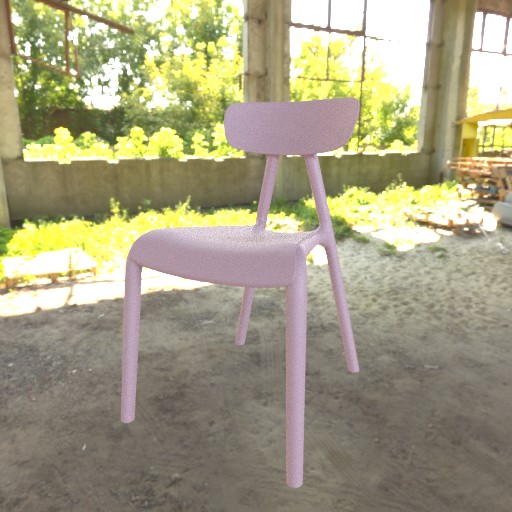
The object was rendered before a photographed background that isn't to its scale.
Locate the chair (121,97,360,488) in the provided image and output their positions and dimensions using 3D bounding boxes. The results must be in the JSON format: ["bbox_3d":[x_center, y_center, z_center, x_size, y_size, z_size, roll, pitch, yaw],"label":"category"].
[{"bbox_3d":[0.000,0.000,0.830,0.356,0.580,0.401,7,16,27],"label":"chair"}]
